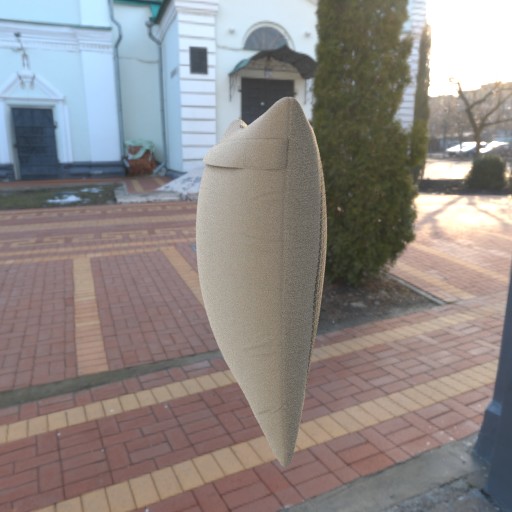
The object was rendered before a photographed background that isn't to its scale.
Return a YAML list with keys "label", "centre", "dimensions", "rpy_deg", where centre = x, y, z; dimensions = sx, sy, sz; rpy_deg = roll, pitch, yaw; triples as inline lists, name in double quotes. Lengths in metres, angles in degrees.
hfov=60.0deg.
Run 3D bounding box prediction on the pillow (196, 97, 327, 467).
- label: "pillow"
  centre: [0.000, 0.000, 0.651]
  dimensions: [0.173, 0.406, 0.405]
  rpy_deg: [-2, 14, -9]
